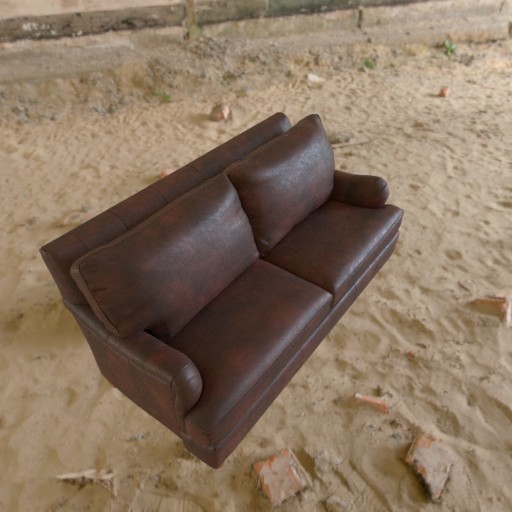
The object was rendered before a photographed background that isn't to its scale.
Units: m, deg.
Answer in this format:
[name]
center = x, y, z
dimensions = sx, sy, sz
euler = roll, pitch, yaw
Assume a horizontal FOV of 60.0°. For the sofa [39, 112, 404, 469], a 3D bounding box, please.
[sofa]
center = 0.000, 0.000, 2.793
dimensions = 1.147, 1.071, 2.144
euler = 27, 48, 27
